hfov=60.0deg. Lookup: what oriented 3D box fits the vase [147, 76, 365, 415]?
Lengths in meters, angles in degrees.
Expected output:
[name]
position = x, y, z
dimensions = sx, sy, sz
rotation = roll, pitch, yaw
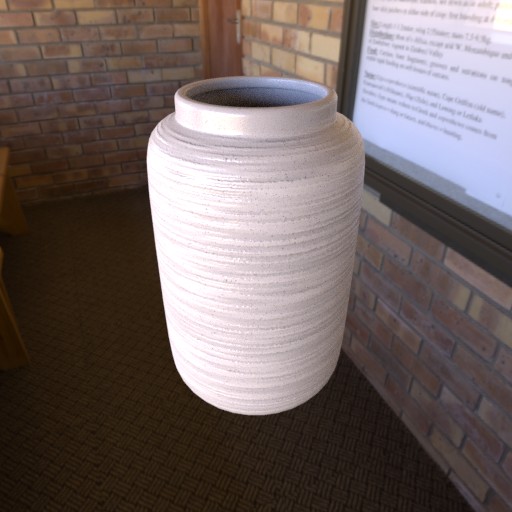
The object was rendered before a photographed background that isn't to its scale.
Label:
[vase]
position = 0.000, 0.000, 0.468
dimensions = 0.202, 0.335, 0.202
rotation = 0, 32, 0
